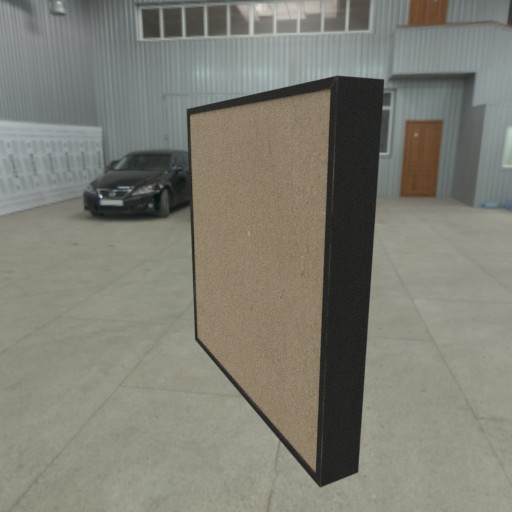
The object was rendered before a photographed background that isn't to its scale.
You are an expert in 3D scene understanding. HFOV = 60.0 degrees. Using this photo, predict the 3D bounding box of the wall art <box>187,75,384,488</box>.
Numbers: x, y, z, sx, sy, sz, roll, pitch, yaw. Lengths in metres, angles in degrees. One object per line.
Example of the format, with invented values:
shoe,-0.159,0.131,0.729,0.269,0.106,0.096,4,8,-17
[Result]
wall art,0.000,0.000,0.453,0.038,0.305,0.305,-7,16,-25
